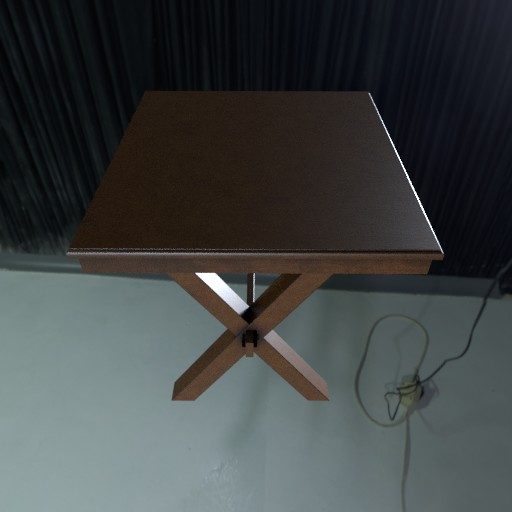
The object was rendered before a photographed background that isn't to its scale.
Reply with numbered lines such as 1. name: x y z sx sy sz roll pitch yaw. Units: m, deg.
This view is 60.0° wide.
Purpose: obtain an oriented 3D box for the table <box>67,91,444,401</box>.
1. table: 0.000 0.000 1.064 0.560 0.562 0.602 0 42 0
